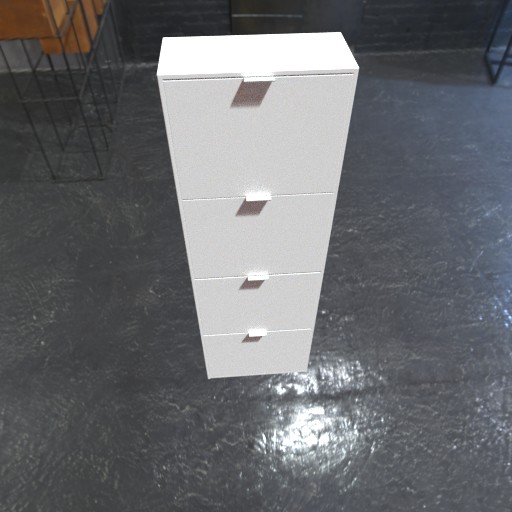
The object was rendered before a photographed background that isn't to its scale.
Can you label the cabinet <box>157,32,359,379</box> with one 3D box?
[{"bbox_3d":[0.000,0.000,1.808,0.520,1.630,0.255,-3,47,-3],"label":"cabinet"}]
